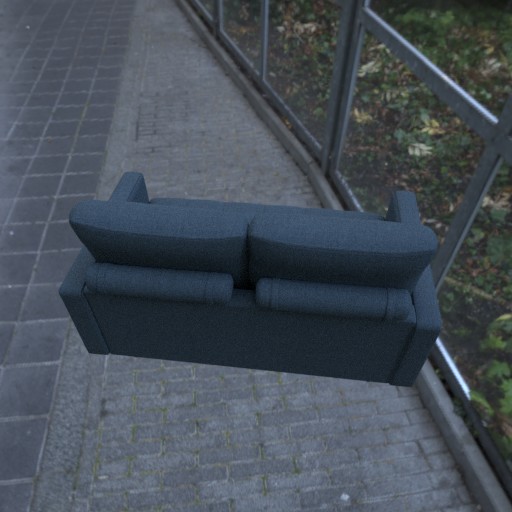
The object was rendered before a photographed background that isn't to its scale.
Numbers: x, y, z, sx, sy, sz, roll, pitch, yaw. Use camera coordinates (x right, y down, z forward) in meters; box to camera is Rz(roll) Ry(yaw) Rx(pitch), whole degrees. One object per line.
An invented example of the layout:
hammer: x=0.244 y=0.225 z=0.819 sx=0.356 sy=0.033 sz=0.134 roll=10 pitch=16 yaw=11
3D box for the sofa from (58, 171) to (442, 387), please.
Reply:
sofa: x=0.000 y=0.000 z=1.940 sx=1.407 sy=0.907 sz=0.842 roll=5 pitch=46 yaw=5
